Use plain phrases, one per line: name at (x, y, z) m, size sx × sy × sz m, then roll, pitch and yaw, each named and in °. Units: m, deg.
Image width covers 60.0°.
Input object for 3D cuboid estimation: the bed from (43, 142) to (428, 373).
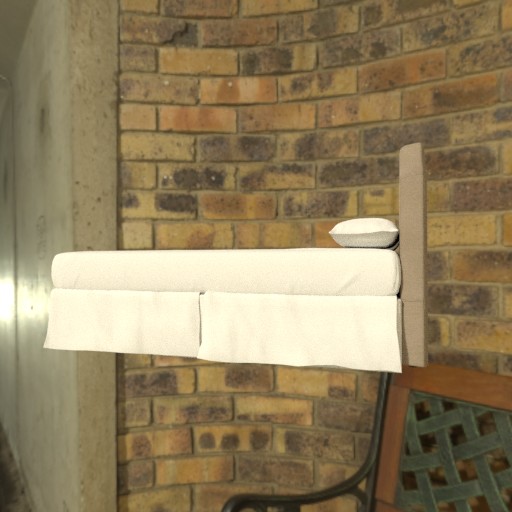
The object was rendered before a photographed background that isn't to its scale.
bed at (0.000, 0.000, 3.583) m, size 2.498 × 1.293 × 1.977 m, roll 0°, pitch -1°, yaw 18°
